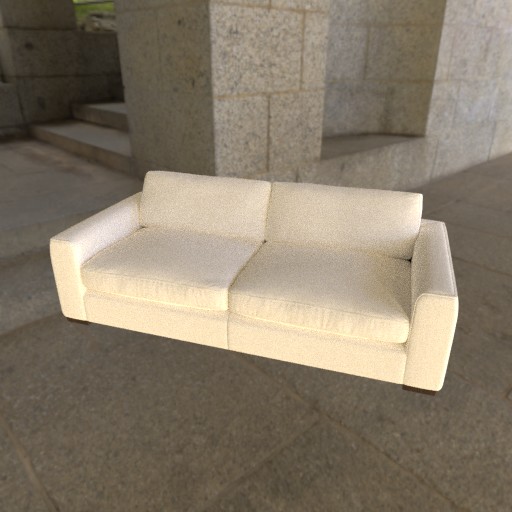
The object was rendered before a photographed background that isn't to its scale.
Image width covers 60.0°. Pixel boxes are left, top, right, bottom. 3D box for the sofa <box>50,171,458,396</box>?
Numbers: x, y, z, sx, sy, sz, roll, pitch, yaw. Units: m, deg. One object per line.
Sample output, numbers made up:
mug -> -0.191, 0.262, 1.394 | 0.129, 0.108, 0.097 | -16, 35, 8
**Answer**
sofa -> 0.000, 0.000, 2.775 | 2.262, 0.801, 1.070 | 8, 26, 16
